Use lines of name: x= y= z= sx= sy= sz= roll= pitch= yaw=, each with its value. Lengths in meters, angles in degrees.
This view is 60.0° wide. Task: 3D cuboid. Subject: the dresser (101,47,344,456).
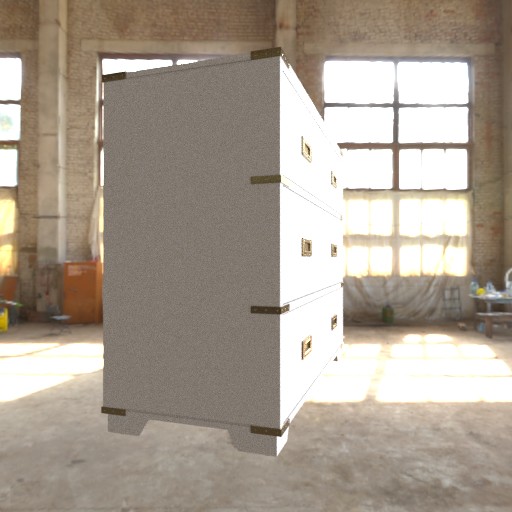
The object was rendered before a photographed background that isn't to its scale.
dresser: x=0.000 y=0.000 z=1.503 sx=0.460 sy=0.891 sz=1.022 roll=0 pitch=0 yaw=19
